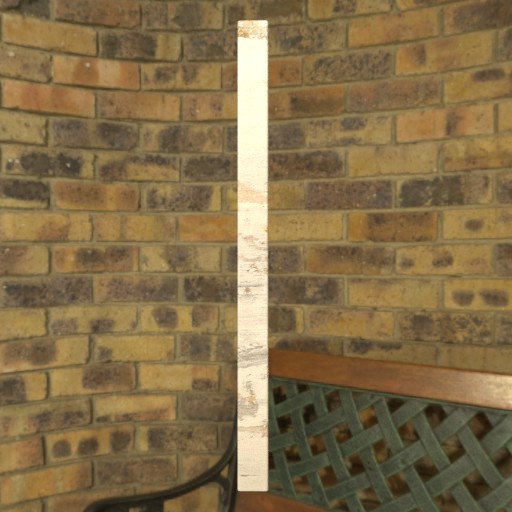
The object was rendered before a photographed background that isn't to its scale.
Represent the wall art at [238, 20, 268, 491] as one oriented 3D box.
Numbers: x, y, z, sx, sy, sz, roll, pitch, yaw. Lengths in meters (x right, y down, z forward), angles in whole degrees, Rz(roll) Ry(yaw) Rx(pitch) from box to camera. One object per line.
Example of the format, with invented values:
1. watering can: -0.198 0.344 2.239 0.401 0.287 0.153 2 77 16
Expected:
1. wall art: 0.000 0.000 0.881 0.040 0.613 0.611 0 0 1
